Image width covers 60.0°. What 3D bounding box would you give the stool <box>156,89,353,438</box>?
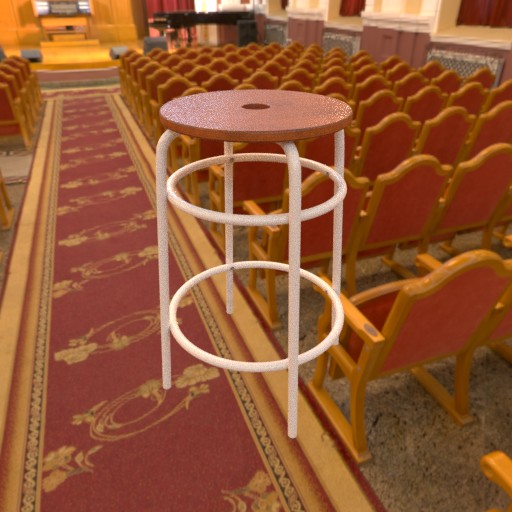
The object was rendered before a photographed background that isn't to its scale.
[{"bbox_3d":[0.000,0.000,0.934,0.455,0.610,0.455,-10,32,-17],"label":"stool"}]
